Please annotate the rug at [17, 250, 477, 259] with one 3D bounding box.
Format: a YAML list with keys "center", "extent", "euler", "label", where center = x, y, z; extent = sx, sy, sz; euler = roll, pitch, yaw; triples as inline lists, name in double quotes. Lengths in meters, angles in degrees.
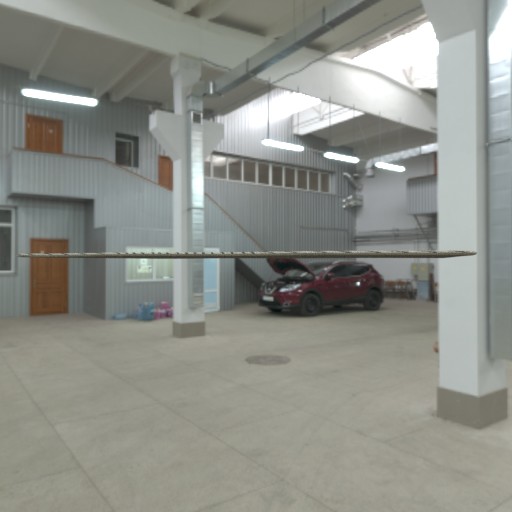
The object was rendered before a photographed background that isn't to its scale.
- center: [0.000, 0.000, 2.896]
  extent: [2.406, 0.023, 1.539]
  euler: [0, -1, 19]
  label: "rug"
